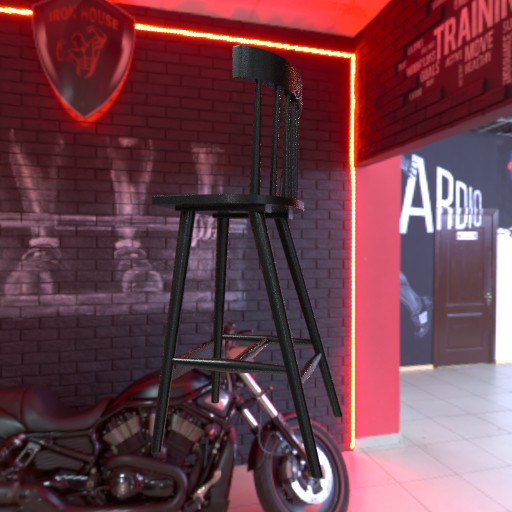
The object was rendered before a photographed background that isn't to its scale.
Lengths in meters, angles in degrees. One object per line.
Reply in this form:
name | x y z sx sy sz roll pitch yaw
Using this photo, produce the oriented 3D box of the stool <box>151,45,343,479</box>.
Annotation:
stool | 0.000 0.000 1.369 0.483 1.092 0.482 0 1 18
